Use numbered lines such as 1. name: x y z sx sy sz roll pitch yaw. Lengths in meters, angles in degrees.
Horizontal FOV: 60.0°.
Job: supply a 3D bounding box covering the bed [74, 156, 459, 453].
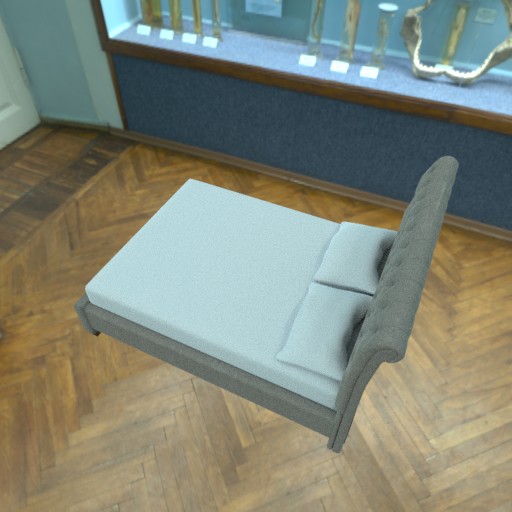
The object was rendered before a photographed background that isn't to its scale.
1. bed: 0.000 0.000 3.272 2.252 1.371 1.645 19 49 17
